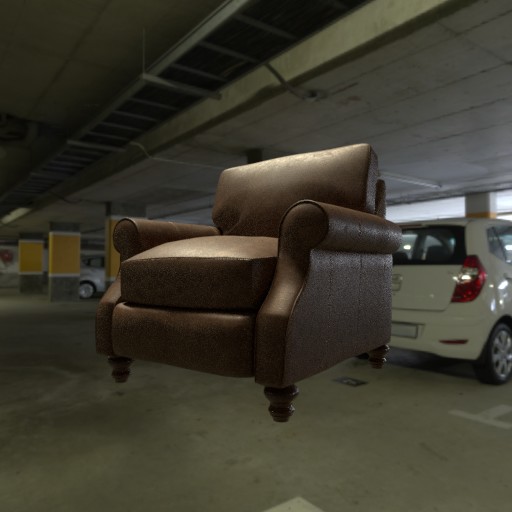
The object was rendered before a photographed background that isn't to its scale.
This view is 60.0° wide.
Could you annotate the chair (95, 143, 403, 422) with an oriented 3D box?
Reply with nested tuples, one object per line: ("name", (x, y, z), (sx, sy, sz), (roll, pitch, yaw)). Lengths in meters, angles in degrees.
("chair", (0.000, 0.000, 1.818), (0.996, 0.976, 1.002), (-1, -2, 35))
